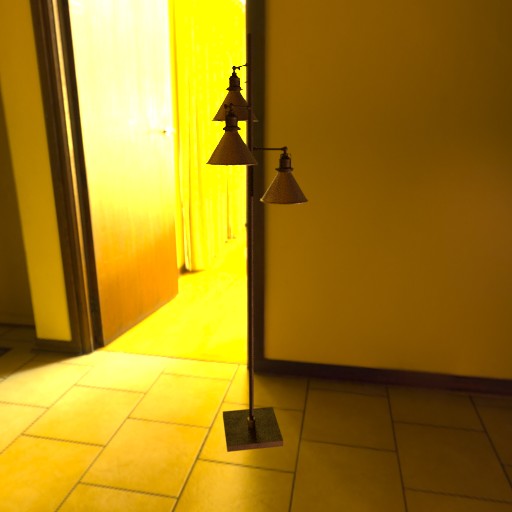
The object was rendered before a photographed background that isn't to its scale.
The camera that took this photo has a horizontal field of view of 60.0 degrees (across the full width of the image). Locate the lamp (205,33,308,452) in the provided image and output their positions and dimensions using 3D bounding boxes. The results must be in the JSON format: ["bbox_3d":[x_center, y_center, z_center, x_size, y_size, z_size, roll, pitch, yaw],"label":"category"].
[{"bbox_3d":[0.000,0.000,1.888,0.415,1.716,0.428,-2,16,-9],"label":"lamp"}]
